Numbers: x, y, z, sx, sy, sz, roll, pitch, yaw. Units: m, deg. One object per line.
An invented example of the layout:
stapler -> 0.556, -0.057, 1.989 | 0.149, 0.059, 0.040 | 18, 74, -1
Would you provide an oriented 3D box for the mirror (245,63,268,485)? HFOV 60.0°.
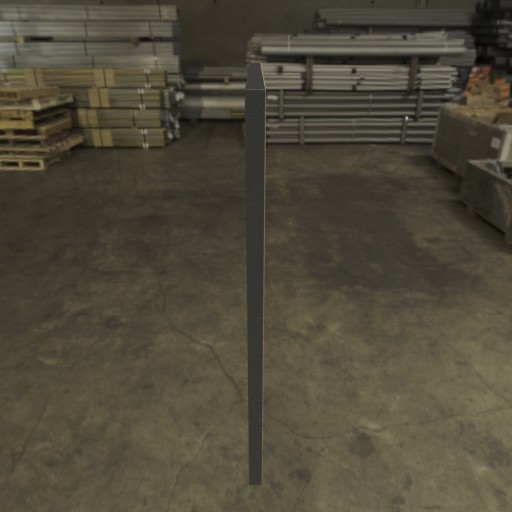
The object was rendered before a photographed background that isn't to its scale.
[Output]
mirror -> 0.000, 0.000, 1.321 | 0.040, 1.016, 0.762 | 0, 27, 0
